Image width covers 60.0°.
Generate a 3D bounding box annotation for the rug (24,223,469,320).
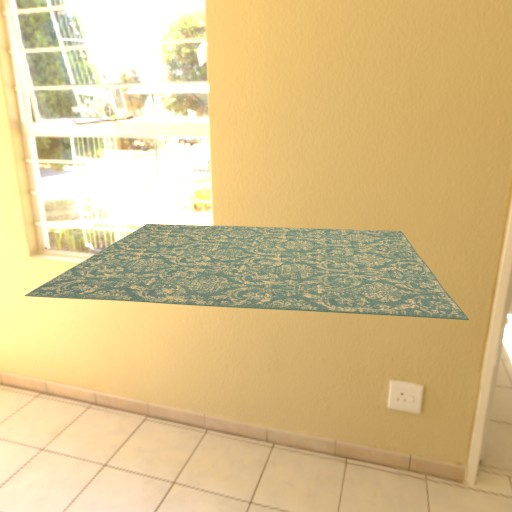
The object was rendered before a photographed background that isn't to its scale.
[{"bbox_3d":[0.000,0.000,4.054,2.980,0.012,2.363,2,17,7],"label":"rug"}]
